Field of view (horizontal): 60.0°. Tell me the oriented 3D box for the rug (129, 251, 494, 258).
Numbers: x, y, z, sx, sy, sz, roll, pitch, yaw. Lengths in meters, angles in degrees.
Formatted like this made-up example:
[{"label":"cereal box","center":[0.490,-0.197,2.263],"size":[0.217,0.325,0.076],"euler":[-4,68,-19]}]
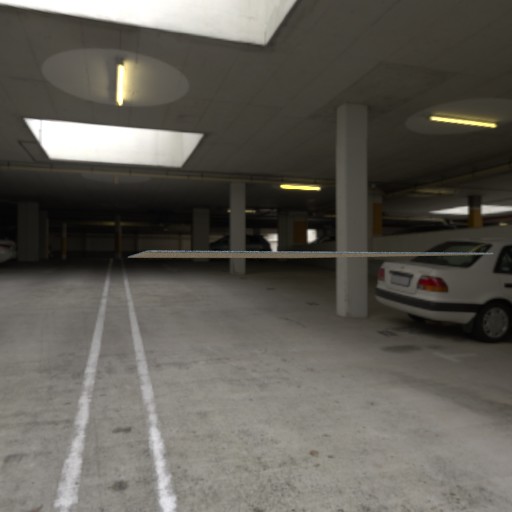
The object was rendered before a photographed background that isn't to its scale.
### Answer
[{"label":"rug","center":[0.000,0.000,2.858],"size":[1.522,0.006,2.286],"euler":[0,-1,-18]}]
